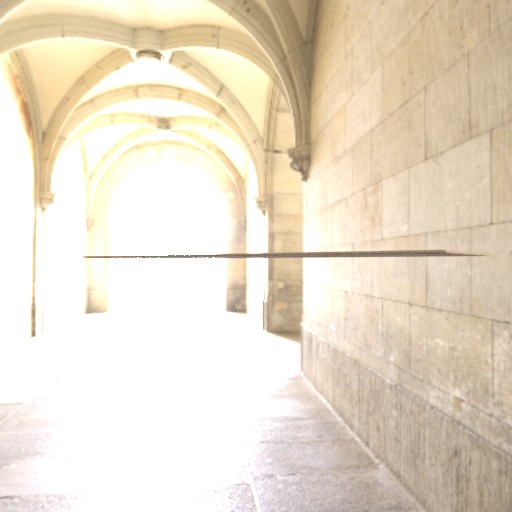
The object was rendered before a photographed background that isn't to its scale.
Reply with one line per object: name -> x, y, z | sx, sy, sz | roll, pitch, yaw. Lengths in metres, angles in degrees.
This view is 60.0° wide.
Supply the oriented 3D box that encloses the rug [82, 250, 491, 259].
rug -> 0.000, 0.000, 2.728 | 2.452, 0.017, 0.855 | -1, -1, 37
